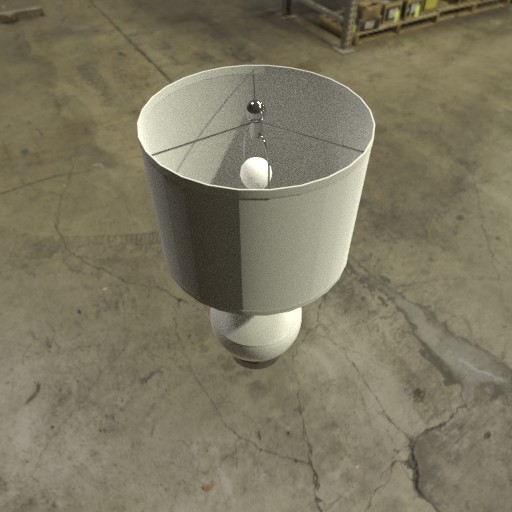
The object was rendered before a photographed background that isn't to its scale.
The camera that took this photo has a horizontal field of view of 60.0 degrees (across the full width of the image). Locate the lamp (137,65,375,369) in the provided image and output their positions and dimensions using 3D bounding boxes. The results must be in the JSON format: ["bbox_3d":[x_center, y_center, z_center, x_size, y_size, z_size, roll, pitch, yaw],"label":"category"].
[{"bbox_3d":[0.000,0.000,0.898,0.357,0.673,0.357,-24,52,-21],"label":"lamp"}]
